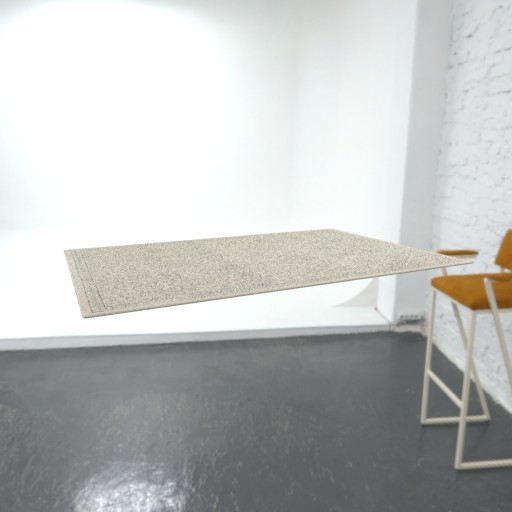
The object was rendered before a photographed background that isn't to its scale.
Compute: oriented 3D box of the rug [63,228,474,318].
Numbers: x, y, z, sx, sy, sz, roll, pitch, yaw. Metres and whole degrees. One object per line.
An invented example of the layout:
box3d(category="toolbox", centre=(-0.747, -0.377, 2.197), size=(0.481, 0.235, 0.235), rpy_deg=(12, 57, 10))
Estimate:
box3d(category="rug", centre=(0.000, 0.000, 2.941), size=(2.286, 0.011, 1.524), rpy_deg=(-6, 14, -25))
